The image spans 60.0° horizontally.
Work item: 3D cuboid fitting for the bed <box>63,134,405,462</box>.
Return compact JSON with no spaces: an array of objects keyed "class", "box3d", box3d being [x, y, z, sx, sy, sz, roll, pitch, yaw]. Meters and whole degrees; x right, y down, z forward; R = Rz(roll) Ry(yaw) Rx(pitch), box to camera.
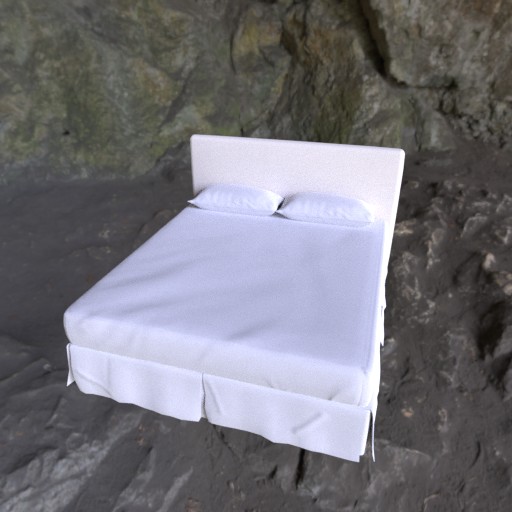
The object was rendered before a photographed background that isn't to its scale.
[{"class":"bed","box3d":[0.000,0.000,3.509,2.119,1.317,2.341,8,29,15]}]
